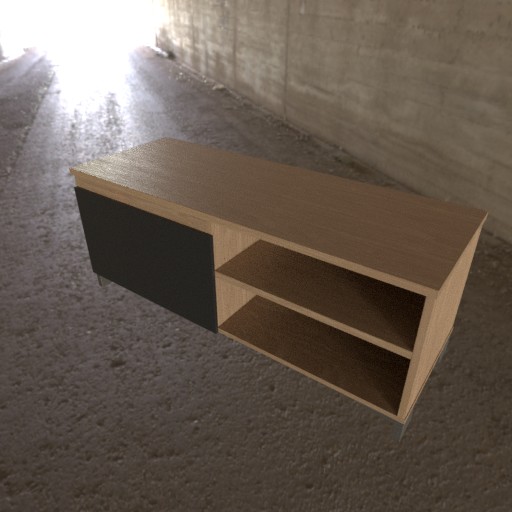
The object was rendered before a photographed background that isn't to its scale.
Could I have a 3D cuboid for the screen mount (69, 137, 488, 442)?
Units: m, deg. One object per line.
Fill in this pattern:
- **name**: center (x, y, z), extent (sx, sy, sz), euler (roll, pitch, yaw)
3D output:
- **screen mount**: center (0.000, 0.000, 1.304), extent (1.084, 0.432, 0.406), euler (20, 36, 30)
